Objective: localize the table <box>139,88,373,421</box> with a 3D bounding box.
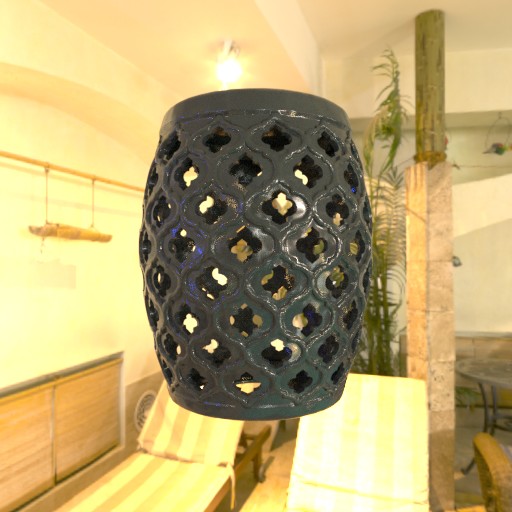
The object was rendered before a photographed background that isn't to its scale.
[{"bbox_3d":[0.000,0.000,0.635,0.325,0.388,0.325,0,0,0],"label":"table"}]
